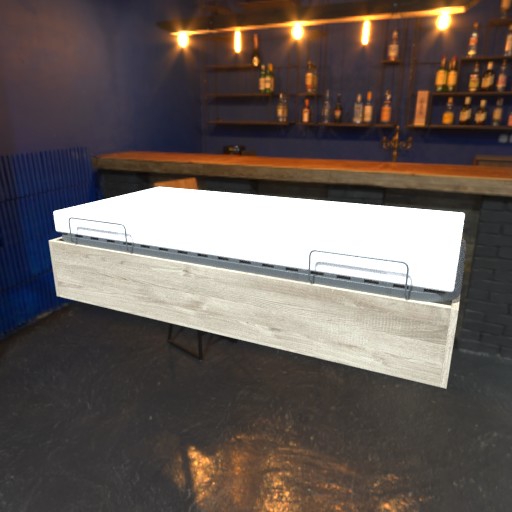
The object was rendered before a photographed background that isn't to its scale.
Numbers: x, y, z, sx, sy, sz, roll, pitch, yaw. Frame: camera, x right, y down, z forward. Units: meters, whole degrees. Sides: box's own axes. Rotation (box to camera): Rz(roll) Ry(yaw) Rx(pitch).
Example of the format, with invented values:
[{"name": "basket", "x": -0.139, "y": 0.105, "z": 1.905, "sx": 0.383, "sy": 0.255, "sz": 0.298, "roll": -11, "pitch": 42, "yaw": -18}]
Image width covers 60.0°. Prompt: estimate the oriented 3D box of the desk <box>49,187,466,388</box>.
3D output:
[{"name": "desk", "x": 0.000, "y": 0.000, "z": 2.245, "sx": 1.900, "sy": 0.455, "sz": 0.900, "roll": 8, "pitch": 20, "yaw": 24}]
